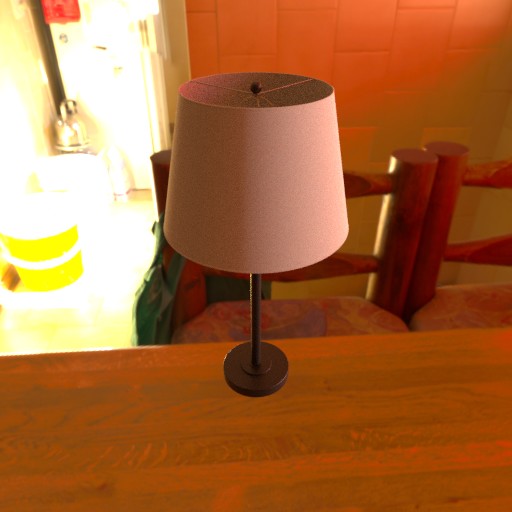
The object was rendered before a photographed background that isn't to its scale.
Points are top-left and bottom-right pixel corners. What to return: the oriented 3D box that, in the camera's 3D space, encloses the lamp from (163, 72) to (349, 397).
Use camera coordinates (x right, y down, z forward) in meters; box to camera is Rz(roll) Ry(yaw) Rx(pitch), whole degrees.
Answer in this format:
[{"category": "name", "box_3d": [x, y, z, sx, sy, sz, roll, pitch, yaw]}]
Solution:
[{"category": "lamp", "box_3d": [0.000, 0.000, 0.929, 0.363, 0.696, 0.363, 0, 33, 0]}]
